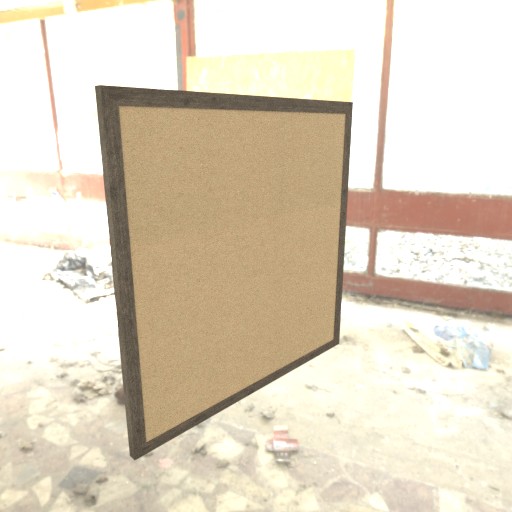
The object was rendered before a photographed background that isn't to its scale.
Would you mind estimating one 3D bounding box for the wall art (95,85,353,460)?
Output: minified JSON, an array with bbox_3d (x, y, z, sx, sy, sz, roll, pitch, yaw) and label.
[{"bbox_3d":[0.000,0.000,0.671,0.457,0.457,0.013,-16,22,-43],"label":"wall art"}]
